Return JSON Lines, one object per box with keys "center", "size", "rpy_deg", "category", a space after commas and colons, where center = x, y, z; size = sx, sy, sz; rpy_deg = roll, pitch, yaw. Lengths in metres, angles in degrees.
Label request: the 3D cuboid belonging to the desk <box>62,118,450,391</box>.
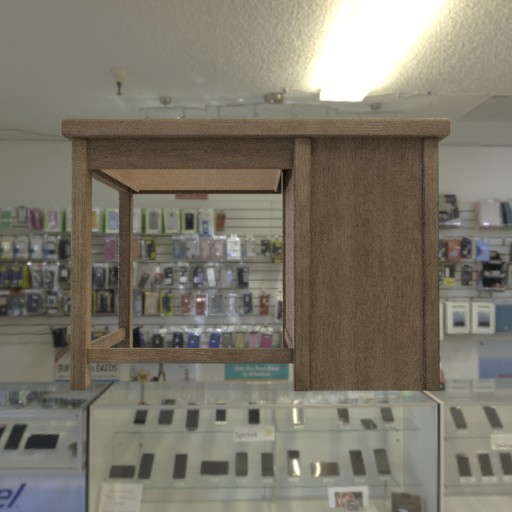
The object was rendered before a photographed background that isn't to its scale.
{"center": [0.000, 0.000, 1.767], "size": [1.289, 0.912, 0.610], "rpy_deg": [0, -1, 0], "category": "desk"}
